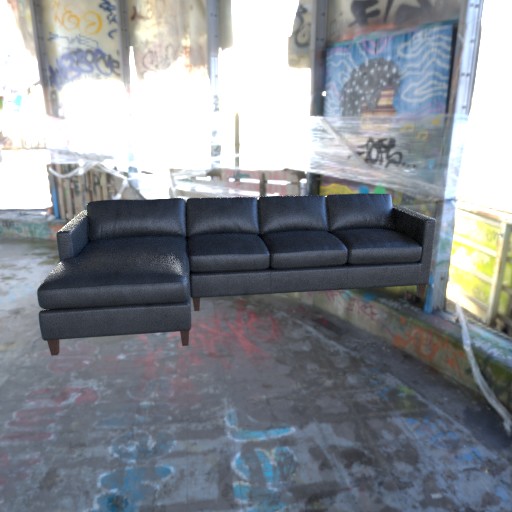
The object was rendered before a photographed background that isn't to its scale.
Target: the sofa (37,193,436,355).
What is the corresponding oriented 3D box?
[{"bbox_3d":[0.000,0.000,3.894,3.203,0.883,1.581,-3,17,-9],"label":"sofa"}]
